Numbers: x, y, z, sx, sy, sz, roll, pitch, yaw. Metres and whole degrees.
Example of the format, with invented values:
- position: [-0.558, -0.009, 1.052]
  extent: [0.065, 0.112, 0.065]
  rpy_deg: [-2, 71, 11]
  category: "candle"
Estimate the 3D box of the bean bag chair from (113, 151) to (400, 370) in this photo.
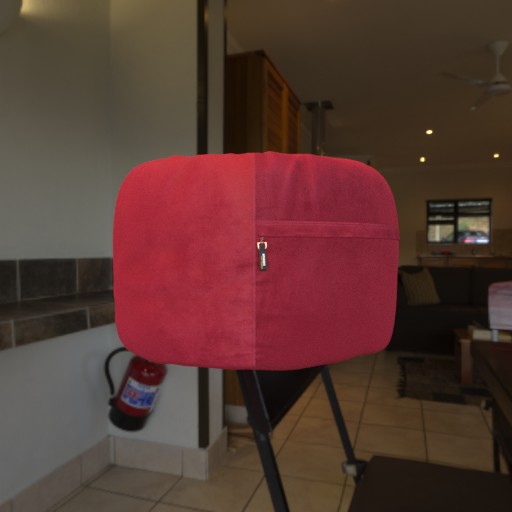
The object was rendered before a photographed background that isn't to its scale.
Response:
- position: [0.000, 0.000, 1.975]
  extent: [1.219, 0.762, 1.219]
  rpy_deg: [0, 0, 0]
  category: "bean bag chair"
